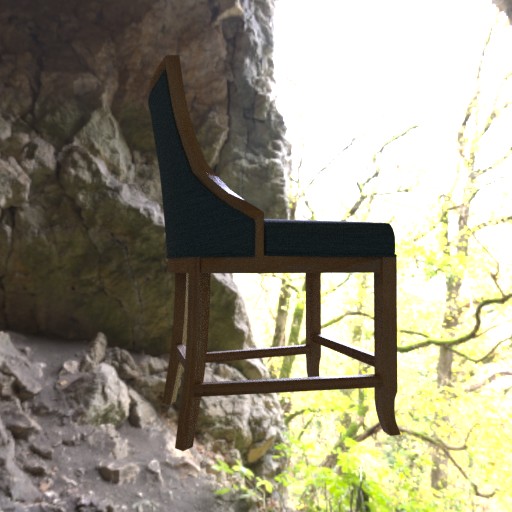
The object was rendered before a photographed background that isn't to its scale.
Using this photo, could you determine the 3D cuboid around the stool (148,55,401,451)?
[{"bbox_3d":[0.000,0.000,1.316,0.626,0.938,0.524,0,-1,-17],"label":"stool"}]
